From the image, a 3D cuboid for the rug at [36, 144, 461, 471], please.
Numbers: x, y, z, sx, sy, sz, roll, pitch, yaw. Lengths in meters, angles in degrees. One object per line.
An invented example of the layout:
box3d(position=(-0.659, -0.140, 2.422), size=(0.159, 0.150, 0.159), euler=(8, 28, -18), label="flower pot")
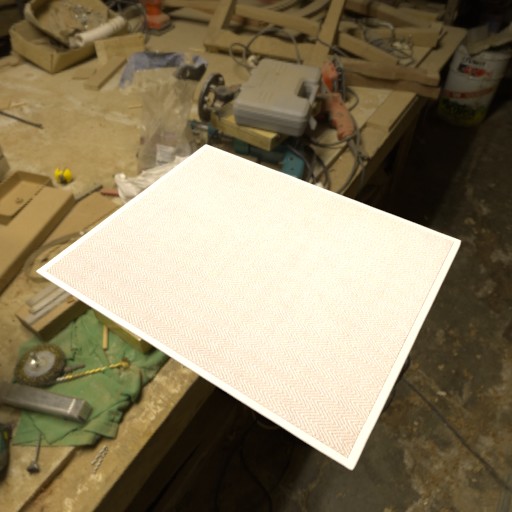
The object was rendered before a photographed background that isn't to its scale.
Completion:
box3d(position=(0.000, 0.000, 3.990), size=(3.009, 0.019, 2.423), euler=(25, 51, 22), label="rug")
